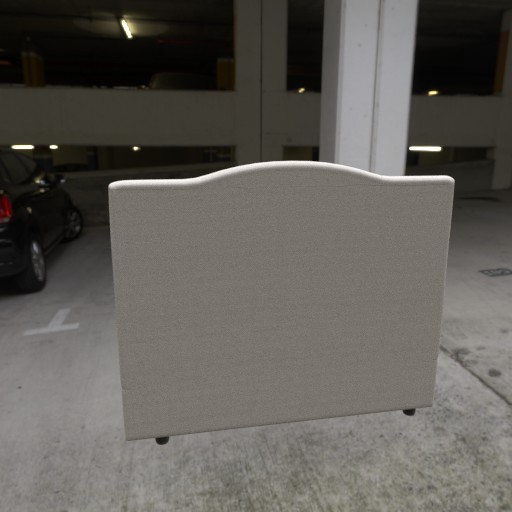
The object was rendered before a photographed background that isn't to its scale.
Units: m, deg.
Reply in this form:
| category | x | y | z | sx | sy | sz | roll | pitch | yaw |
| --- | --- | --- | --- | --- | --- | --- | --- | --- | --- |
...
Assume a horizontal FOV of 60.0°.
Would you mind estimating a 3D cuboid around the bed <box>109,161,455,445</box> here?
| category | x | y | z | sx | sy | sz | roll | pitch | yaw |
| --- | --- | --- | --- | --- | --- | --- | --- | --- | --- |
| bed | 0.000 | 0.000 | 3.264 | 1.741 | 1.449 | 2.196 | -3 | 15 | -10 |
